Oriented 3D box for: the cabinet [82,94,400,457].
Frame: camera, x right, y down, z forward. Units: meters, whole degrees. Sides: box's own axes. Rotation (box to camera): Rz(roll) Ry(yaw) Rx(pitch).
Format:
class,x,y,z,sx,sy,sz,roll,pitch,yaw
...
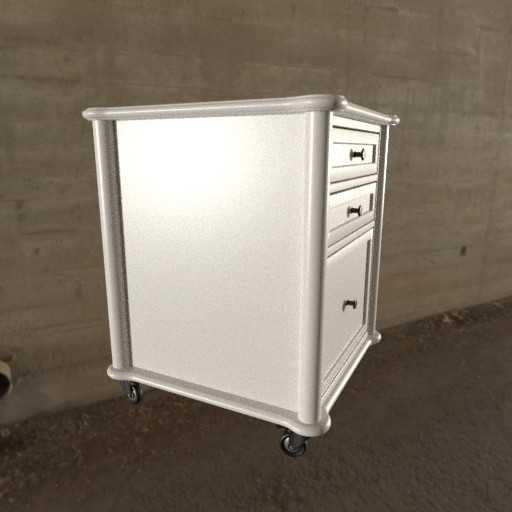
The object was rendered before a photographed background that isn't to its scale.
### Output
class,x,y,z,sx,sy,sz,roll,pitch,yaw
cabinet,0.000,0.000,1.232,0.627,0.761,0.628,7,15,26
